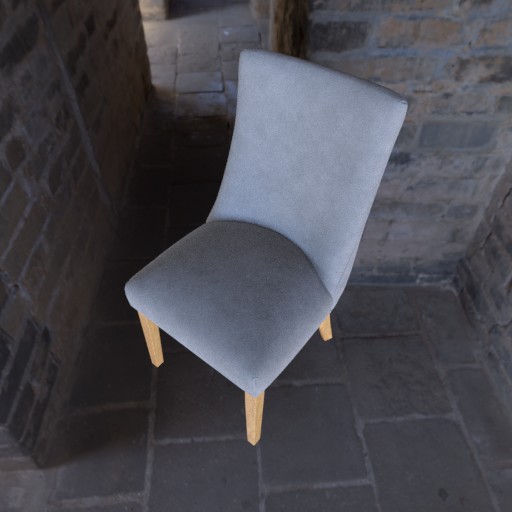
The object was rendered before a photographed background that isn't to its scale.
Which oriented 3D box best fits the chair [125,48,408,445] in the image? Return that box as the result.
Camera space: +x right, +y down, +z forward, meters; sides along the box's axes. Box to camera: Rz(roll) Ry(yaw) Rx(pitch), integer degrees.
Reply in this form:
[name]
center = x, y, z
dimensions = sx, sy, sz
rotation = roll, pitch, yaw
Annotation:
[chair]
center = 0.000, 0.000, 1.267
dimensions = 0.495, 0.902, 0.610
rotation = 30, 53, 25
